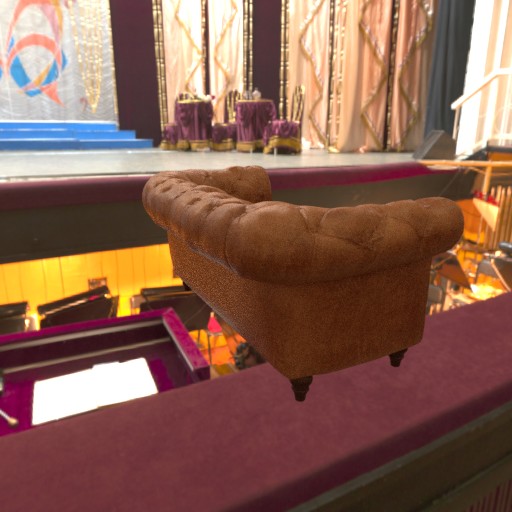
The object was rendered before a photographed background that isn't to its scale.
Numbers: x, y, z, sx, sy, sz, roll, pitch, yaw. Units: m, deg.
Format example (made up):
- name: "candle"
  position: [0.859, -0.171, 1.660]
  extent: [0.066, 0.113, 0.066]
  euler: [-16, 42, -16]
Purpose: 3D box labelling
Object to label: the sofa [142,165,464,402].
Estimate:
- name: "sofa"
  position: [0.000, 0.000, 2.576]
  extent: [1.042, 0.877, 1.979]
  euler: [-8, 18, -26]
